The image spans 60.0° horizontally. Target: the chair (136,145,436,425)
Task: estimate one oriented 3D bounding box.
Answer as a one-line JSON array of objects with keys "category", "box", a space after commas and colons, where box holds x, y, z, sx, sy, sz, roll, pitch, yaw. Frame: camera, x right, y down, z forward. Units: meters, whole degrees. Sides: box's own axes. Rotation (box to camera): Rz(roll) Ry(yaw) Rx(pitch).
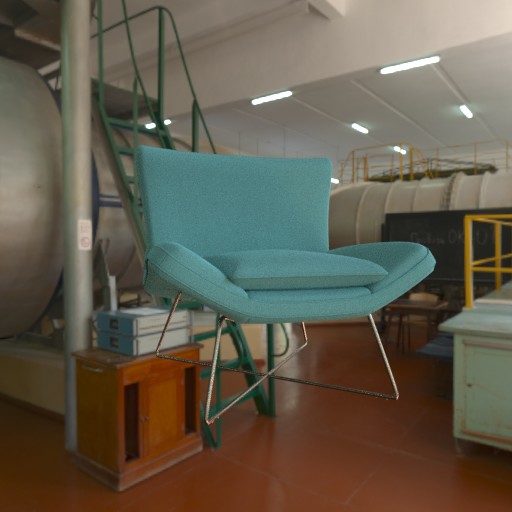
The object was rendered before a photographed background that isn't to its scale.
[{"category": "chair", "box": [0.000, 0.000, 1.669, 0.859, 0.855, 1.008, -1, 2, -19]}]
